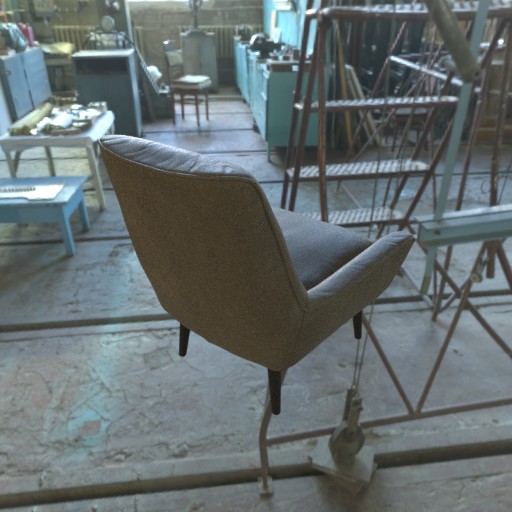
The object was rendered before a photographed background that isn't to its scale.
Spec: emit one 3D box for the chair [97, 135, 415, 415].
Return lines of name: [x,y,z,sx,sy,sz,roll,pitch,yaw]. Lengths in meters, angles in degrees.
chair: [0.000,0.000,1.480,0.787,0.888,0.824,22,37,32]
